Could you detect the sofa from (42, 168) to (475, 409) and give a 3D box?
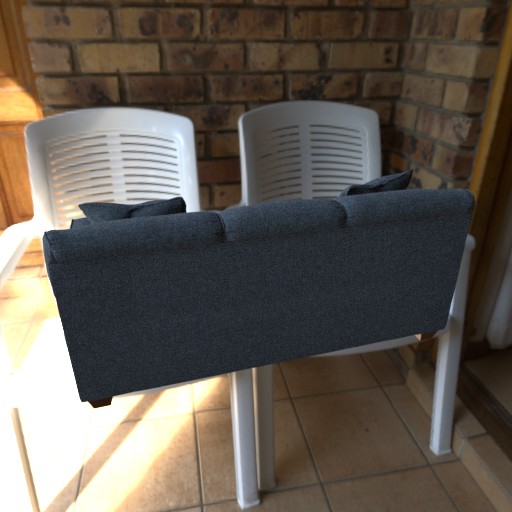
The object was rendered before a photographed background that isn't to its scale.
[{"bbox_3d":[0.000,0.000,2.543,2.024,0.958,0.997,-8,28,-15],"label":"sofa"}]
